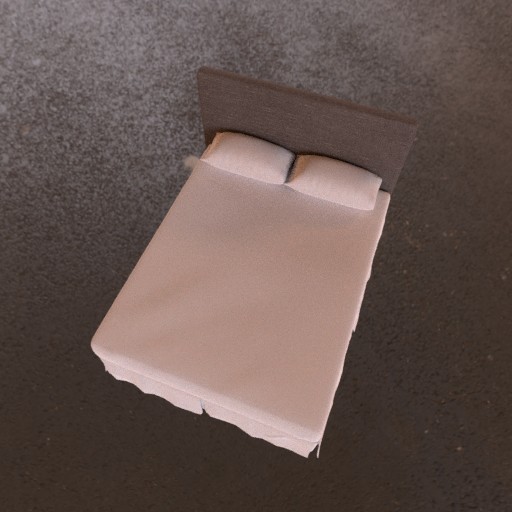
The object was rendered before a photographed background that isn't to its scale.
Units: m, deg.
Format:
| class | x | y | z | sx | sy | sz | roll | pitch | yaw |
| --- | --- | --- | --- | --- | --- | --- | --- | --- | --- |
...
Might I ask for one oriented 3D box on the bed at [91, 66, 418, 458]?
| class | x | y | z | sx | sy | sz | roll | pitch | yaw |
| --- | --- | --- | --- | --- | --- | --- | --- | --- | --- |
| bed | 0.000 | 0.000 | 3.214 | 1.723 | 1.330 | 2.142 | 18 | 61 | 11 |
